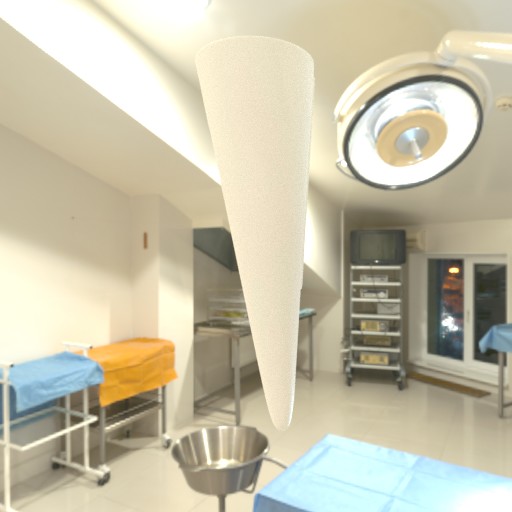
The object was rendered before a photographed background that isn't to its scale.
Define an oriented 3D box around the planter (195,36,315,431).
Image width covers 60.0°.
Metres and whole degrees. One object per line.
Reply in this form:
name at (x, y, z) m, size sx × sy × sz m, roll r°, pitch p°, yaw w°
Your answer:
planter at (0.000, 0.000, 0.225) m, size 0.057 × 0.193 × 0.064 m, roll 0°, pitch 1°, yaw 36°
